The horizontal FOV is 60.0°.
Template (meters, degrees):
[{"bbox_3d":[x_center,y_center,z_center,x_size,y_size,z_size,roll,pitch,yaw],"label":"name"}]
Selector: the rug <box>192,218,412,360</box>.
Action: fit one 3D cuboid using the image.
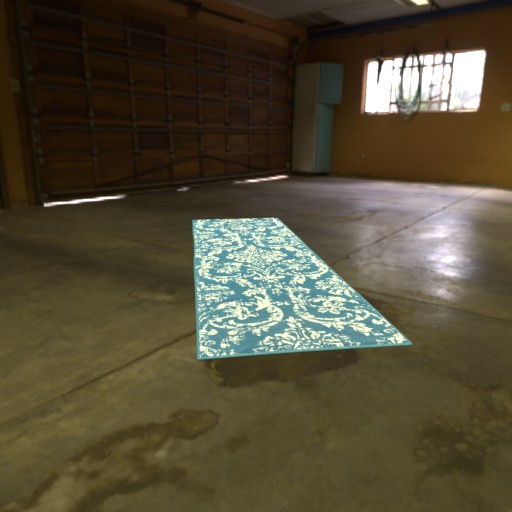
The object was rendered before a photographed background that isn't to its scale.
[{"bbox_3d":[0.000,0.000,2.369,0.662,0.011,2.196,-2,15,-8],"label":"rug"}]
